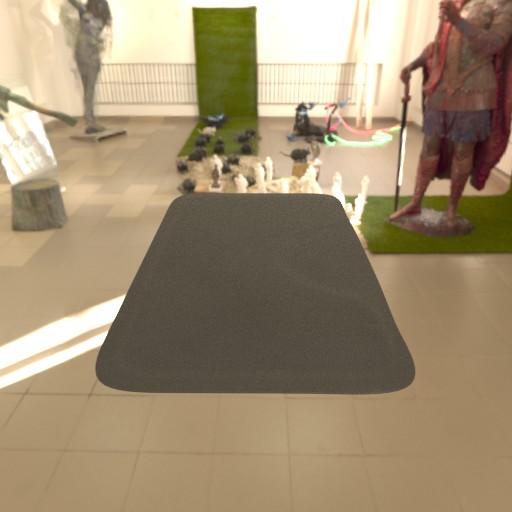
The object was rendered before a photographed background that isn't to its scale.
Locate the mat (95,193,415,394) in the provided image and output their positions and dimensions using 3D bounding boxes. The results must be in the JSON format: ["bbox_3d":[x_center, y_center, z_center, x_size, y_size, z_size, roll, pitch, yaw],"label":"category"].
[{"bbox_3d":[0.000,0.000,1.828,0.918,0.013,1.524,0,28,0],"label":"mat"}]
